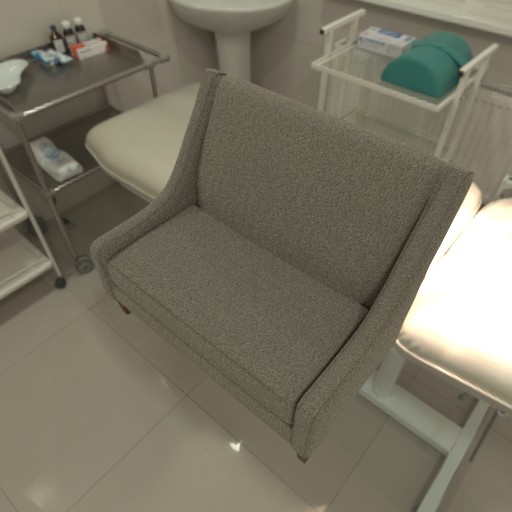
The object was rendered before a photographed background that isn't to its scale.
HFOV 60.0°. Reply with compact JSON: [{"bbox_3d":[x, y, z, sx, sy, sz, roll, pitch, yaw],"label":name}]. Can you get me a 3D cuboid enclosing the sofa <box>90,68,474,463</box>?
[{"bbox_3d":[0.000,0.000,1.876,1.242,1.026,0.862,32,54,27],"label":"sofa"}]
